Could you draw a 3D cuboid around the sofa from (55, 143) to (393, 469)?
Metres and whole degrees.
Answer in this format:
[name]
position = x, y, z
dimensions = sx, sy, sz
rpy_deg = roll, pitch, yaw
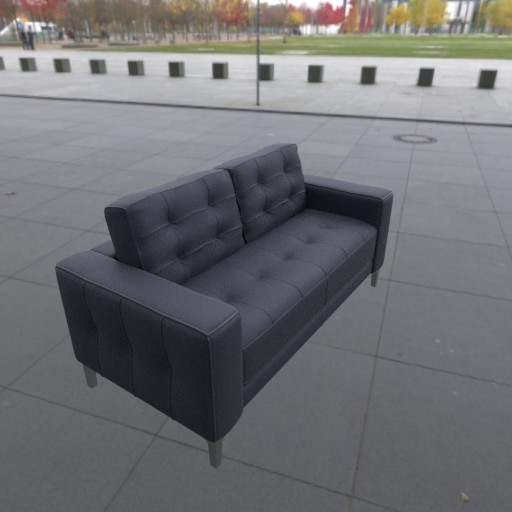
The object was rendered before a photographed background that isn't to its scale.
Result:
[sofa]
position = 0.000, 0.000, 2.269
dimensions = 0.833, 0.893, 1.726
rpy_deg = 17, 32, 30
